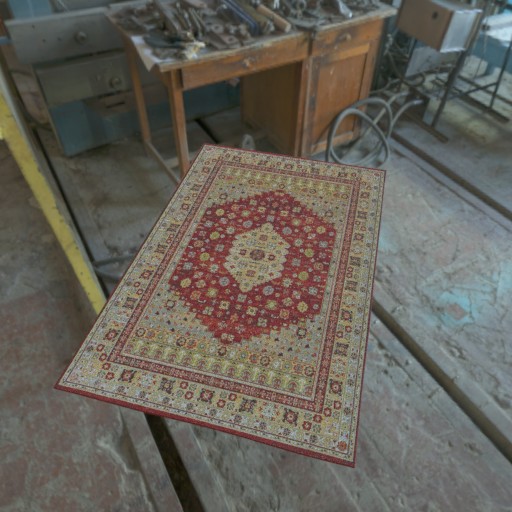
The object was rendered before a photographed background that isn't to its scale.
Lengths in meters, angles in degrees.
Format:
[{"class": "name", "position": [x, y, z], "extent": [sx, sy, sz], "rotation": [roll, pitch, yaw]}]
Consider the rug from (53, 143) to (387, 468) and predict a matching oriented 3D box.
[{"class": "rug", "position": [0.000, 0.000, 2.254], "extent": [1.194, 0.013, 1.802], "rotation": [11, 48, 10]}]
